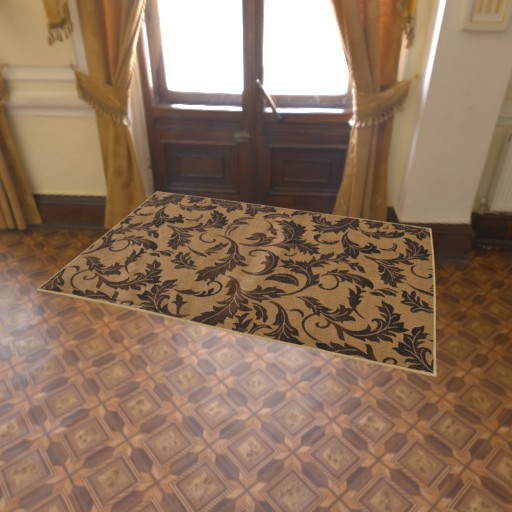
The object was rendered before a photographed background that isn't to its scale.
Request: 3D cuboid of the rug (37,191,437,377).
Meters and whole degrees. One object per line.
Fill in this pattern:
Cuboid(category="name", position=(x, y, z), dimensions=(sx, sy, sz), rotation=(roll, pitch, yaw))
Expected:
Cuboid(category="rug", position=(0.000, 0.000, 2.980), dimensions=(2.284, 0.008, 1.522), rotation=(9, 33, 15))
